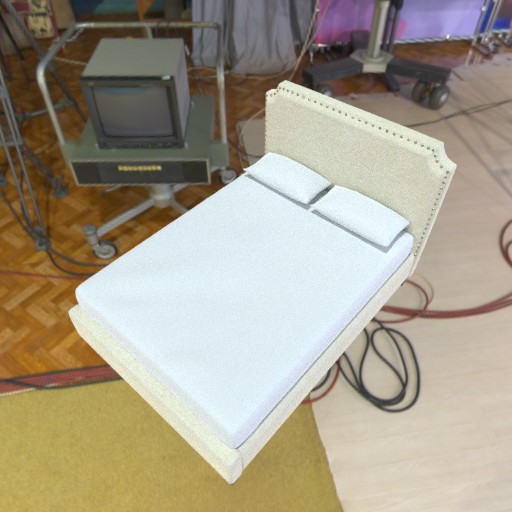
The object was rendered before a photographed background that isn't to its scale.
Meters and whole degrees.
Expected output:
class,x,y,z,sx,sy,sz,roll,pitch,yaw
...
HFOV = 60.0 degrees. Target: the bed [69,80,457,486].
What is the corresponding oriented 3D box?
class,x,y,z,sx,sy,sz,roll,pitch,yaw
bed,0.000,0.000,3.355,1.713,1.457,2.381,33,55,27
